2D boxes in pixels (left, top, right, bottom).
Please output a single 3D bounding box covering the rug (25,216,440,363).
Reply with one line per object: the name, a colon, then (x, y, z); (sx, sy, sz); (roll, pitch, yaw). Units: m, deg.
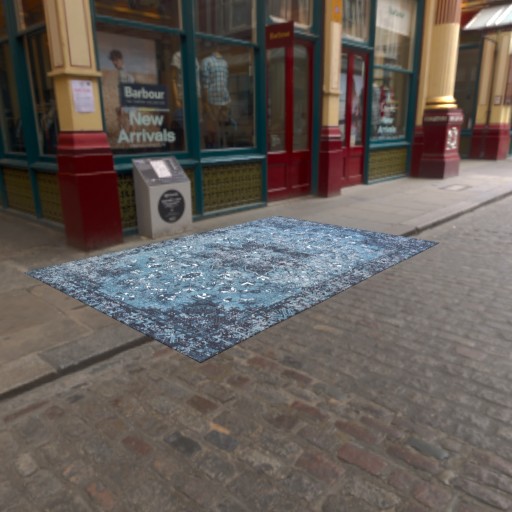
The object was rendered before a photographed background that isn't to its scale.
rug: (0.000, 0.000, 2.299); (1.219, 0.005, 1.828); (14, 21, 40)
